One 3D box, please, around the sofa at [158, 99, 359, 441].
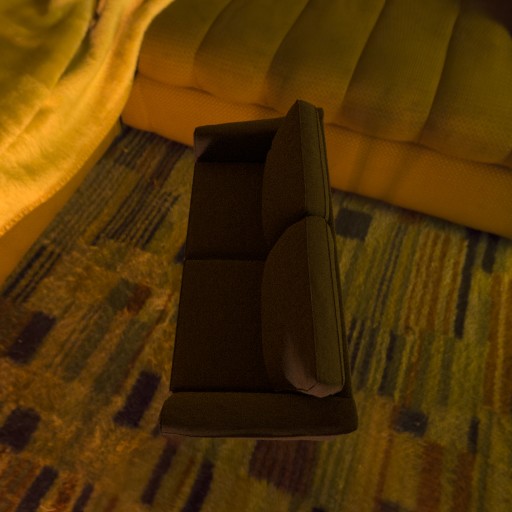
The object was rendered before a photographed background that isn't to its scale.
[{"bbox_3d":[0.000,0.000,2.853,0.971,0.950,2.270,0,57,0],"label":"sofa"}]
